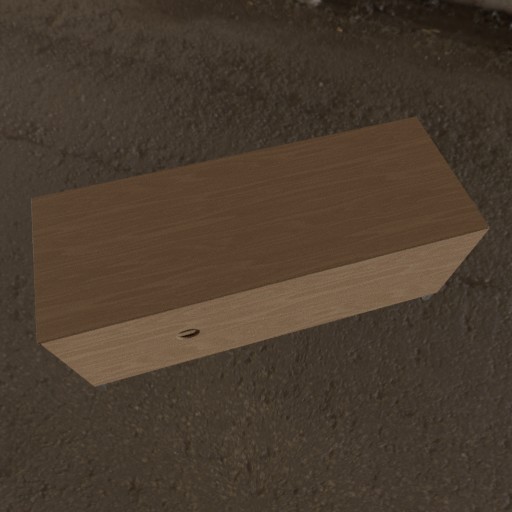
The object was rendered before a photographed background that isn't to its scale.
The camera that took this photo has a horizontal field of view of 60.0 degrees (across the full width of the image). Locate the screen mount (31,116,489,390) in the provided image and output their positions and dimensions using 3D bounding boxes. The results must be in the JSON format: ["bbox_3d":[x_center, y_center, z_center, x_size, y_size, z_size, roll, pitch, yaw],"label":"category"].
[{"bbox_3d":[0.000,0.000,1.300,1.084,0.432,0.406,-14,61,-8],"label":"screen mount"}]
